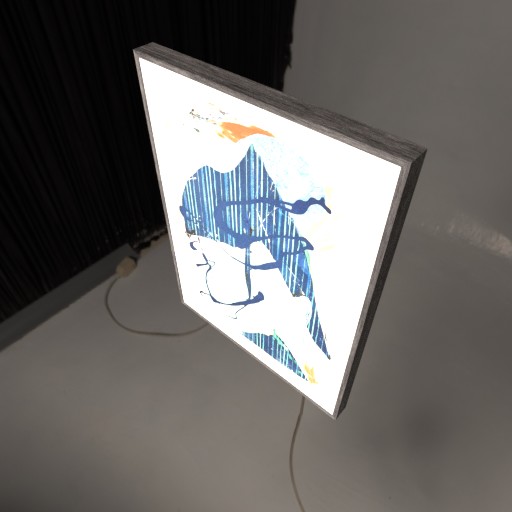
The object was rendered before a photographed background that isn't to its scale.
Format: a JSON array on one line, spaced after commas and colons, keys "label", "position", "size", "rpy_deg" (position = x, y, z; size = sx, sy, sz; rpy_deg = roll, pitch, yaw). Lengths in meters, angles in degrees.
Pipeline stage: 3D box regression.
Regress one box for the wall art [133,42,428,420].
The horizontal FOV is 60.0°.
[{"label": "wall art", "position": [0.000, 0.000, 1.314], "size": [0.762, 1.016, 0.063], "rpy_deg": [32, 54, 27]}]
